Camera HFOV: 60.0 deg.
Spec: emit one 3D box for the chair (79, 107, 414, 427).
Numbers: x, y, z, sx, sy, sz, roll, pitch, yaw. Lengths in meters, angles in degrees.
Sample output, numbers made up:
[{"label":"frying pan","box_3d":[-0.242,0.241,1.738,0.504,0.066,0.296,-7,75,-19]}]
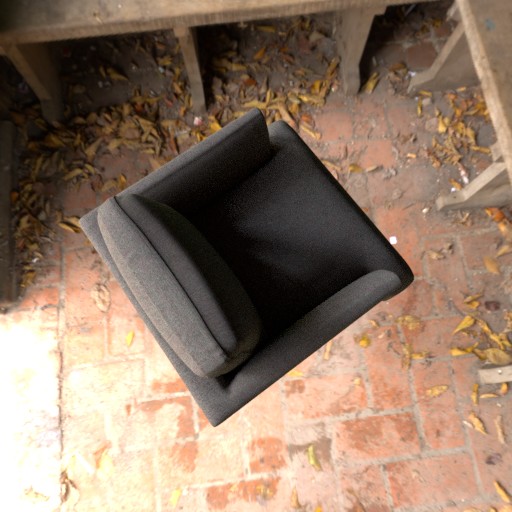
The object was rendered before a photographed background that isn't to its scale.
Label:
[{"label":"chair","box_3d":[0.000,0.000,1.673,0.899,0.957,0.858,-35,77,-9]}]
